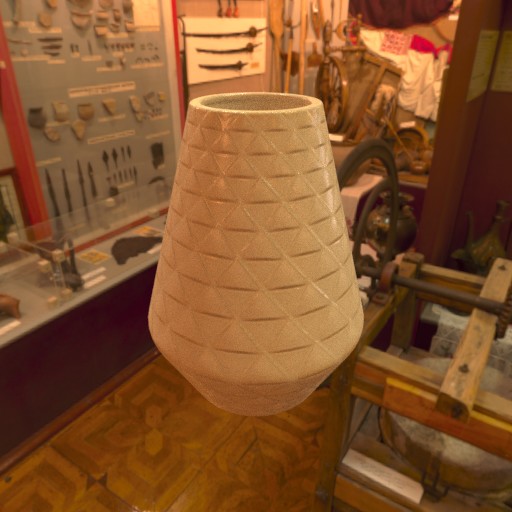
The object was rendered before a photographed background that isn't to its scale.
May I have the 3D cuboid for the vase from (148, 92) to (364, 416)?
[{"bbox_3d":[0.000,0.000,0.345,0.175,0.230,0.175,0,27,0],"label":"vase"}]
